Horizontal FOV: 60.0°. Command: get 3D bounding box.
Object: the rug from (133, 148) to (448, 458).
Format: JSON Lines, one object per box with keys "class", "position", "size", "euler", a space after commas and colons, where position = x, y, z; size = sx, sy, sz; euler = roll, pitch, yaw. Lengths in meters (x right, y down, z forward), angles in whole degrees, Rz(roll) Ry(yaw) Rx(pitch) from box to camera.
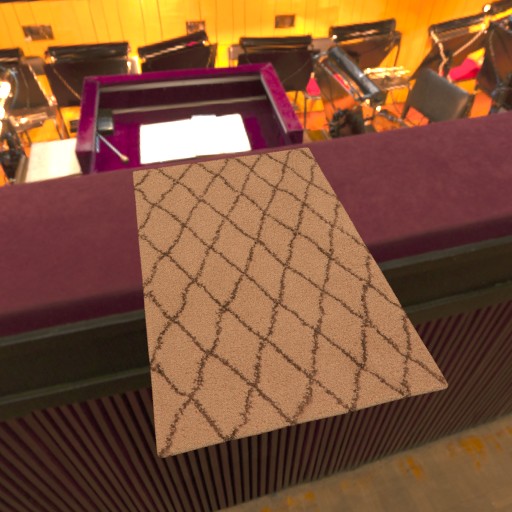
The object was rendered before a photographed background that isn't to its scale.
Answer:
{"class": "rug", "position": [0.000, 0.000, 3.501], "size": [1.778, 0.030, 2.743], "euler": [-10, 47, -9]}
